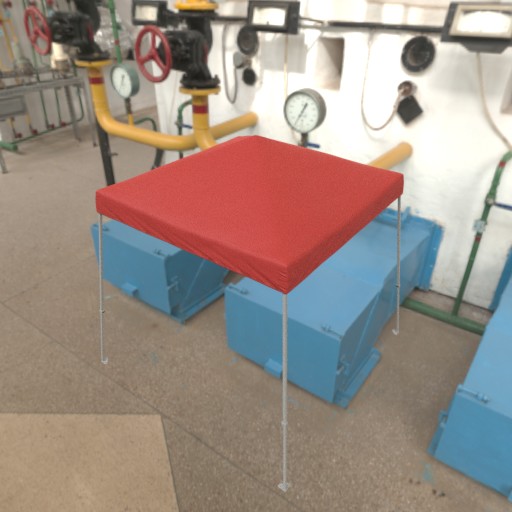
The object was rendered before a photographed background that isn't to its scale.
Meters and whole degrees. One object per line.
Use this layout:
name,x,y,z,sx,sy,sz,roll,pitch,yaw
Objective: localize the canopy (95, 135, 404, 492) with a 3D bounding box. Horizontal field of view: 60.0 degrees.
canopy,0.000,0.000,6.558,3.599,3.600,3.600,22,38,31
